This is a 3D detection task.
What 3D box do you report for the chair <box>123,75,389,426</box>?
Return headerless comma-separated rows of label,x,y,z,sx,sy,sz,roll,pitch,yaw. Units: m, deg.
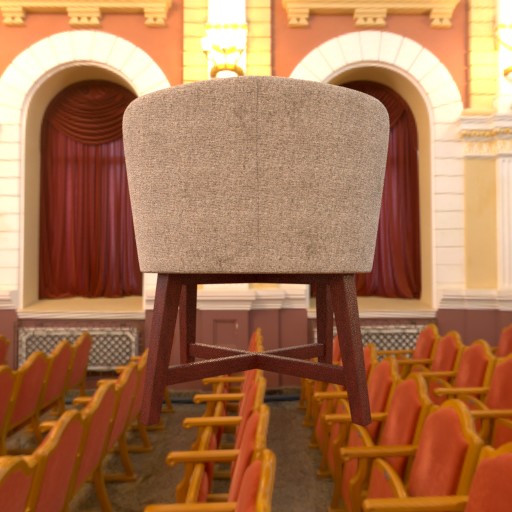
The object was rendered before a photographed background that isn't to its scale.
chair,0.000,0.000,1.292,0.728,0.827,0.575,0,-2,0
